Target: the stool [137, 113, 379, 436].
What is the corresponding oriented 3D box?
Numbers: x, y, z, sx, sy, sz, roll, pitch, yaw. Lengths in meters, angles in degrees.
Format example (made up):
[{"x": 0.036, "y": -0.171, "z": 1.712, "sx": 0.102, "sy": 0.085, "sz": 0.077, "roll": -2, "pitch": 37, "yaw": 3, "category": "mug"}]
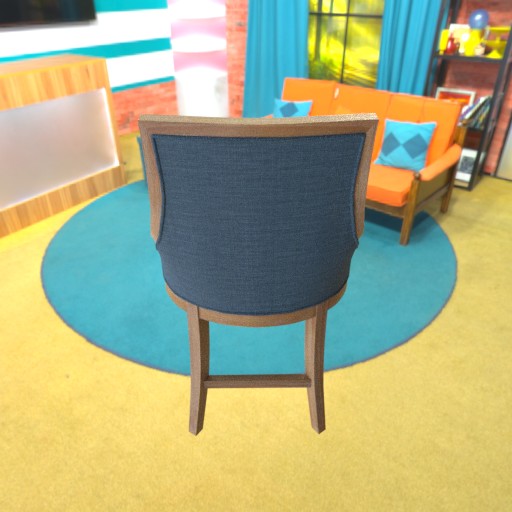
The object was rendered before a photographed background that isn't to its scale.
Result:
[{"x": 0.000, "y": 0.000, "z": 1.281, "sx": 0.524, "sy": 0.938, "sz": 0.626, "roll": -1, "pitch": 32, "yaw": -1, "category": "stool"}]
